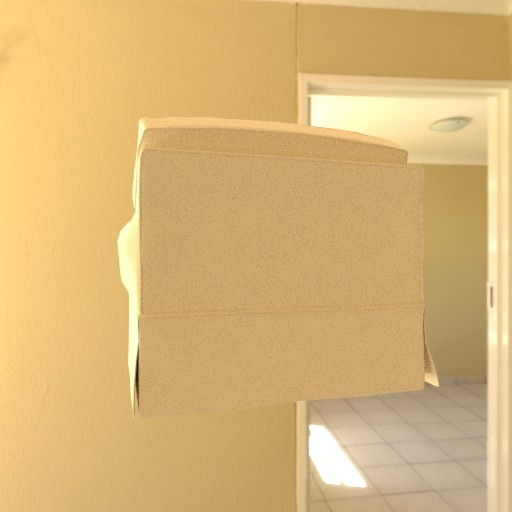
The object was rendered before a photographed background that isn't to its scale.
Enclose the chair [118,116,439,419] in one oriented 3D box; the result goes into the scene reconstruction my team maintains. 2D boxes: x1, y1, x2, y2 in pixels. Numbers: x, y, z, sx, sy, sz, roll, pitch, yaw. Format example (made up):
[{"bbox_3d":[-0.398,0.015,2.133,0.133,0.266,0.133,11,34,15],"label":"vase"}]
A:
[{"bbox_3d":[0.000,0.000,1.840,1.099,0.958,0.904,0,0,-17],"label":"chair"}]
